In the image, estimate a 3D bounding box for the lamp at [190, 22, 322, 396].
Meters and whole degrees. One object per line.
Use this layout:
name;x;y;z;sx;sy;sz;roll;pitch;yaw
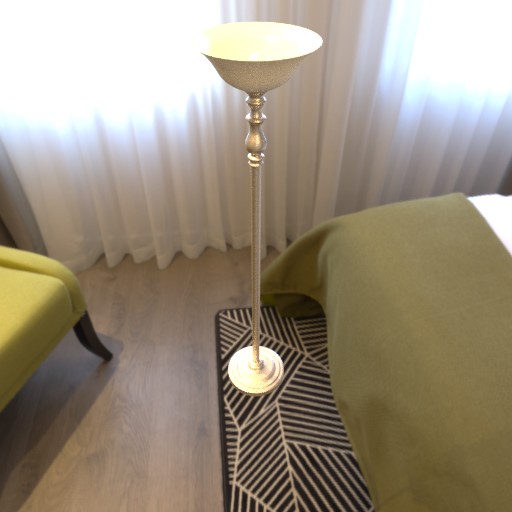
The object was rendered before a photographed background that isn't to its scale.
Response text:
lamp;0.000;0.000;1.945;0.405;1.771;0.405;-26;48;-27
